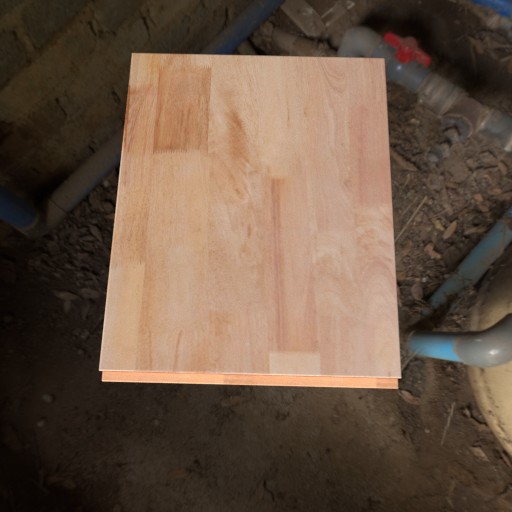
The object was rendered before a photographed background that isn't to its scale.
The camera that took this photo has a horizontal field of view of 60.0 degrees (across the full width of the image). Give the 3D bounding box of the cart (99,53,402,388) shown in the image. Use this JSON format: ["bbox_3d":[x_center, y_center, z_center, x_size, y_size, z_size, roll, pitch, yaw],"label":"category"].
[{"bbox_3d":[0.000,0.000,1.206,0.508,0.838,0.640,1,76,0],"label":"cart"}]
